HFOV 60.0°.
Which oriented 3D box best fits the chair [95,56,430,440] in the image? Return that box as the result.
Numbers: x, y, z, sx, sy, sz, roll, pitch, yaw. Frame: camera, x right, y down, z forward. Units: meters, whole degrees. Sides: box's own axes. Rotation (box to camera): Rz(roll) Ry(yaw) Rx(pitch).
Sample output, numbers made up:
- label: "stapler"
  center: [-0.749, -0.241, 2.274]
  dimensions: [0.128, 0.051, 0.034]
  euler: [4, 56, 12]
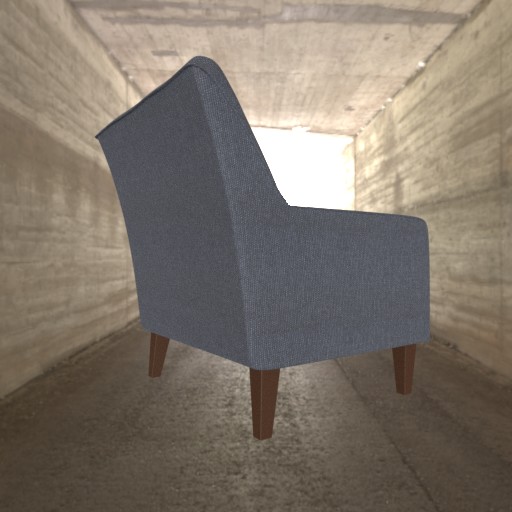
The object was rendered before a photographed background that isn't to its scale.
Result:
- label: "chair"
  center: [0.000, 0.000, 1.540]
  dimensions: [0.899, 0.919, 0.780]
  euler: [0, 0, -35]
